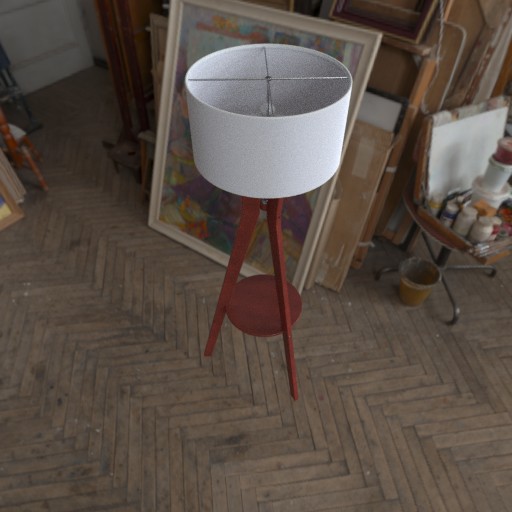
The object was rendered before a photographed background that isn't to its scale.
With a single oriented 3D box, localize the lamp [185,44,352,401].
[{"bbox_3d":[0.000,0.000,1.787,0.542,1.472,0.539,-1,46,-1],"label":"lamp"}]
